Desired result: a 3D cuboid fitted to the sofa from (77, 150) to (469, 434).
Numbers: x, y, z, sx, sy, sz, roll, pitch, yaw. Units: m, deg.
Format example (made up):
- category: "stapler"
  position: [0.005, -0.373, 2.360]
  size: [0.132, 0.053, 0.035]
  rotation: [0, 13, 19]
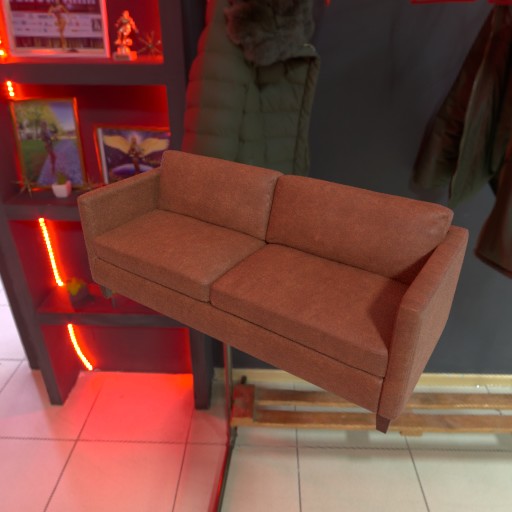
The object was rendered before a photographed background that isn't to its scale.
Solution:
- category: "sofa"
  position: [0.000, 0.000, 2.751]
  size: [2.204, 0.932, 0.950]
  rotation: [18, 34, 30]
